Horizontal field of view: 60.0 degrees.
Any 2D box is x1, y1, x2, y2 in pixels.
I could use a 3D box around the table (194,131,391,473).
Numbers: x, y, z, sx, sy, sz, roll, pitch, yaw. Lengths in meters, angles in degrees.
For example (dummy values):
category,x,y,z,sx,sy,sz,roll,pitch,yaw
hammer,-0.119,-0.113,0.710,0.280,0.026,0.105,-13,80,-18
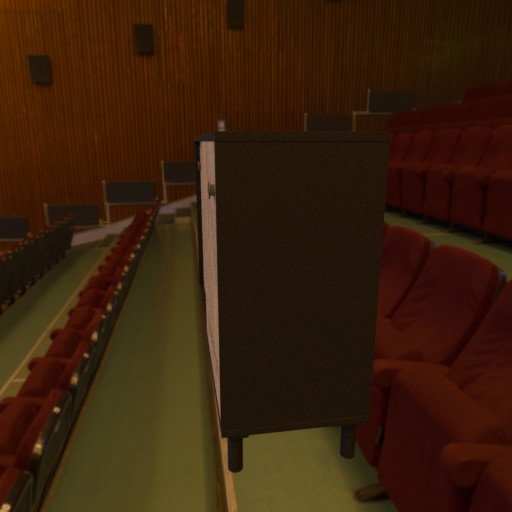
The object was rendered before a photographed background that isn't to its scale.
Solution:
category,x,y,z,sx,sy,sz,roll,pitch,yaw
table,0.000,0.000,1.627,0.400,0.855,1.200,-2,15,-9
